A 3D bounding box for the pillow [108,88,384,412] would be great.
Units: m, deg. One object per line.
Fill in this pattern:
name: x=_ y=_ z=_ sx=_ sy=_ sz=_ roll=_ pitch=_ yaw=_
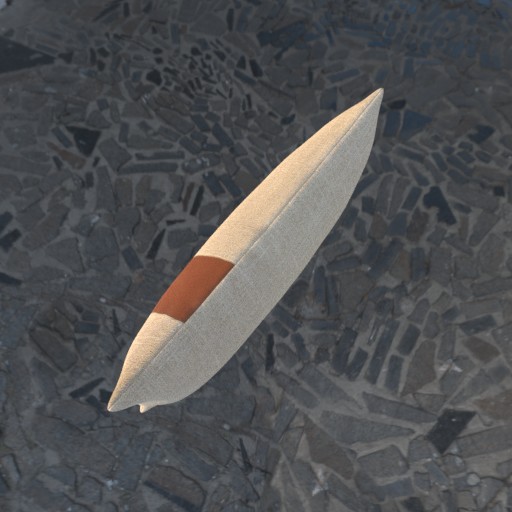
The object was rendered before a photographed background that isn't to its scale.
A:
pillow: x=0.000 y=0.000 z=0.732 sx=0.155 sy=0.282 sz=0.612 roll=34 pitch=68 yaw=15
